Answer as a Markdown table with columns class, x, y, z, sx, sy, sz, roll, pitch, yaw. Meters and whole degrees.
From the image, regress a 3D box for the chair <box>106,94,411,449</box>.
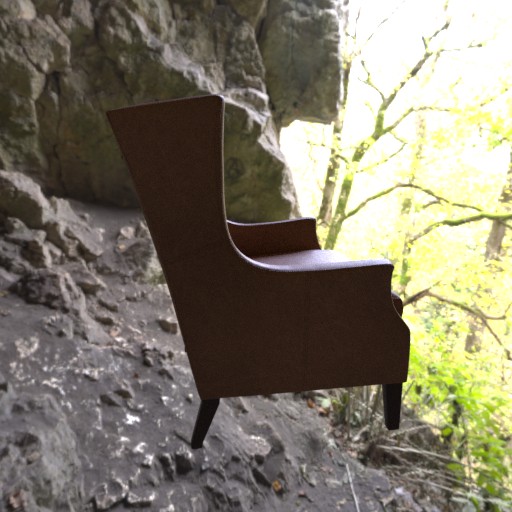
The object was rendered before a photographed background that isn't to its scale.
| class | x | y | z | sx | sy | sz | roll | pitch | yaw |
| --- | --- | --- | --- | --- | --- | --- | --- | --- | --- |
| chair | 0.000 | 0.000 | 1.667 | 0.913 | 1.088 | 0.815 | -3 | 16 | -10 |
